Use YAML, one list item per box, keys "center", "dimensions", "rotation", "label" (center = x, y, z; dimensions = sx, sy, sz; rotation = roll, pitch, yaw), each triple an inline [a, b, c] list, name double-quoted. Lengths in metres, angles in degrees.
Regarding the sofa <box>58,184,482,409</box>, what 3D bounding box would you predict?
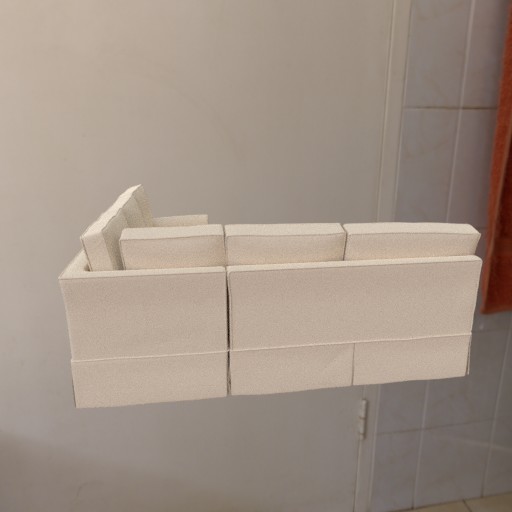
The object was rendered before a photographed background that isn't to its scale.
- center: [0.000, 0.000, 3.905]
  dimensions: [2.591, 1.070, 2.597]
  rotation: [-2, 17, -8]
  label: "sofa"
